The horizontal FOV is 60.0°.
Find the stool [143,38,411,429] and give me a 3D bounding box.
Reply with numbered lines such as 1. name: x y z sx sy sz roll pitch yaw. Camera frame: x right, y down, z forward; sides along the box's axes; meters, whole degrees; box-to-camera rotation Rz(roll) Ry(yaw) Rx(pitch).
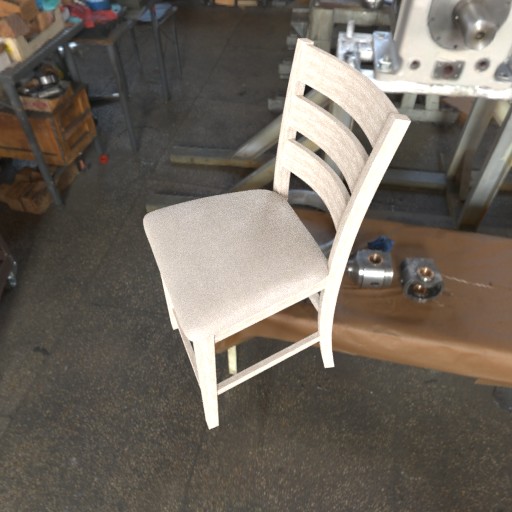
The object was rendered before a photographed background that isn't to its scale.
1. stool: 0.000 0.000 1.328 0.569 1.032 0.484 -18 50 -15
